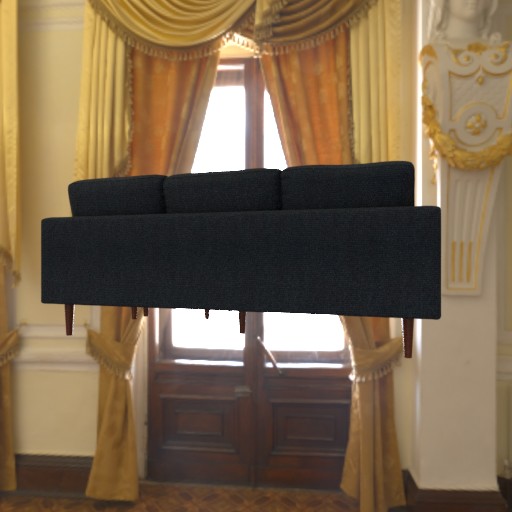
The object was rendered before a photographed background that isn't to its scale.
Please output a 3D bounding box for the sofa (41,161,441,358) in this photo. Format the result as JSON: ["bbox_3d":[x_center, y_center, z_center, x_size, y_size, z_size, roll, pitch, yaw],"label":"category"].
[{"bbox_3d":[0.000,0.000,3.018,2.233,0.956,1.504,0,0,17],"label":"sofa"}]
